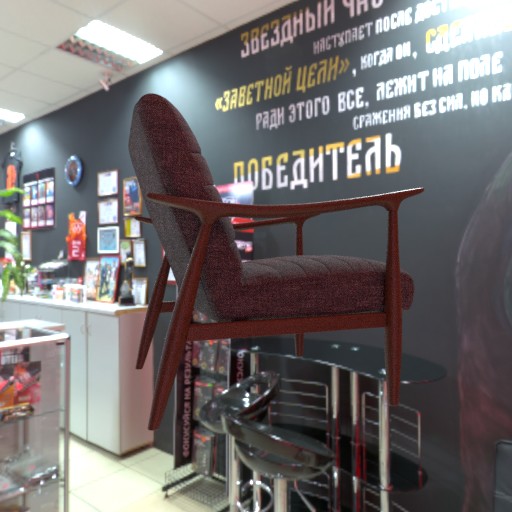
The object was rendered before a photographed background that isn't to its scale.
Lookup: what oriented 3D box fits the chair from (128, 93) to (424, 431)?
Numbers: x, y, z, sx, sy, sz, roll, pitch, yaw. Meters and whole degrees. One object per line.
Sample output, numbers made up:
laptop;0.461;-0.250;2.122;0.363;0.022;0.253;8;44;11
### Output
chair;0.000;0.000;1.460;0.798;0.832;0.741;0;0;-18
